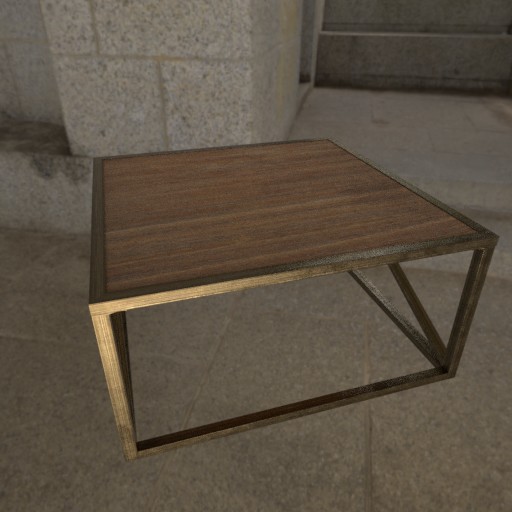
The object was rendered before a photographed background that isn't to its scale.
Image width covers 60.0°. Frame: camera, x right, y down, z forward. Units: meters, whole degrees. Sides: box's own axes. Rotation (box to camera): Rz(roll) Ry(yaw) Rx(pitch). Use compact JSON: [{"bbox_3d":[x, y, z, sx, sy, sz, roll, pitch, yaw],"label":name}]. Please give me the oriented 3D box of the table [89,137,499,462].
[{"bbox_3d":[0.000,0.000,1.399,0.909,0.451,0.899,-9,31,-15],"label":"table"}]
